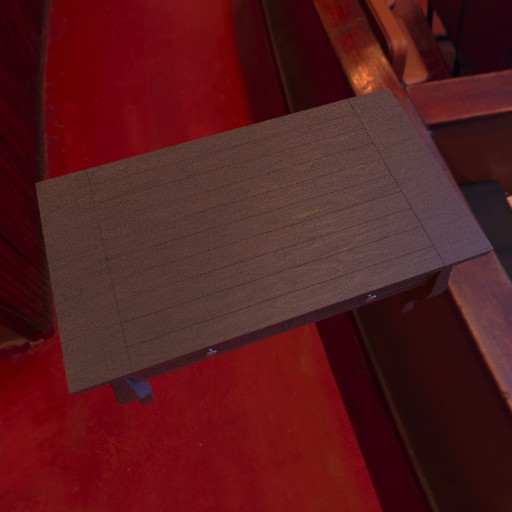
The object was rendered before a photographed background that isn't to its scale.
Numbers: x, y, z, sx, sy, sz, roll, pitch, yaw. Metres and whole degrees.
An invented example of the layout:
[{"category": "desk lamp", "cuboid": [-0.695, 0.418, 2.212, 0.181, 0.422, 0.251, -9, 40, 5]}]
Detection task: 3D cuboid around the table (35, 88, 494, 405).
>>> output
[{"category": "table", "cuboid": [0.000, 0.000, 1.379, 1.062, 0.494, 0.600, -18, 66, -8]}]
